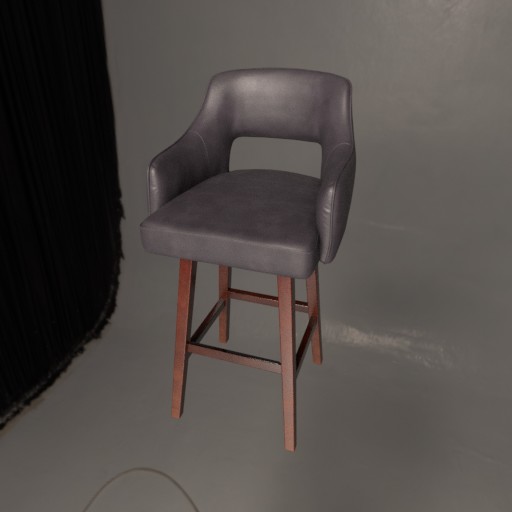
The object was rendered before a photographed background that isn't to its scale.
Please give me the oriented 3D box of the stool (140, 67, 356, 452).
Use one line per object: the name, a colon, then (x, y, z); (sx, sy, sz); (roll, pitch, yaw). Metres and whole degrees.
stool: (0.000, 0.000, 1.387); (0.550, 1.041, 0.560); (9, 30, 17)
